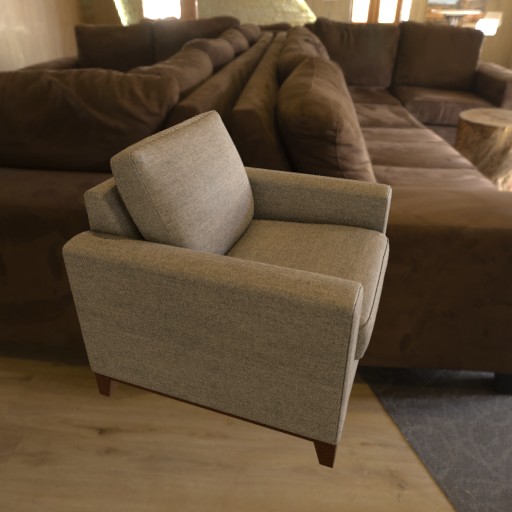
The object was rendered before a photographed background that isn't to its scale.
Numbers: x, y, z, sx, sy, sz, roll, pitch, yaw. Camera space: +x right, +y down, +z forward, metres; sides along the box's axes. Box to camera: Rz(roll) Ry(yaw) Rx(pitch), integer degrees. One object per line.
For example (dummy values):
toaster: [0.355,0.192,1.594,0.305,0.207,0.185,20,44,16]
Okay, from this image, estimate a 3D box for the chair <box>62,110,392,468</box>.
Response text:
chair: [0.000,0.000,1.850,1.038,1.010,1.024,10,31,18]
